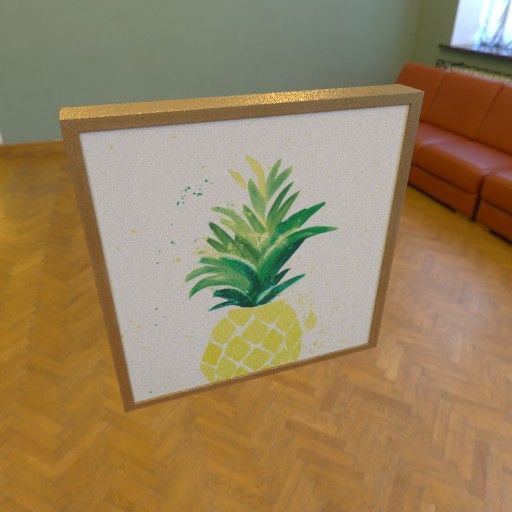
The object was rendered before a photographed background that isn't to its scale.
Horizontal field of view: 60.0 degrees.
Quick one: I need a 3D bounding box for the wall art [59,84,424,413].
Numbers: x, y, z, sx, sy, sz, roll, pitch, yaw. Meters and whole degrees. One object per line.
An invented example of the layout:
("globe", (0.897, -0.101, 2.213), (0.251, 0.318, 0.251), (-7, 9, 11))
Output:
("wall art", (0.000, 0.000, 0.447), (0.306, 0.305, 0.038), (-10, 33, -16))
